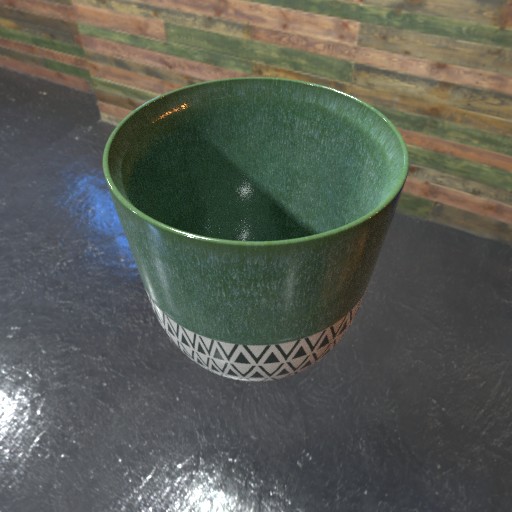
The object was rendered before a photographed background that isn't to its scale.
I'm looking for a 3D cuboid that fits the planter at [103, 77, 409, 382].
[{"bbox_3d":[0.000,0.000,0.365,0.195,0.214,0.195,0,46,0],"label":"planter"}]
